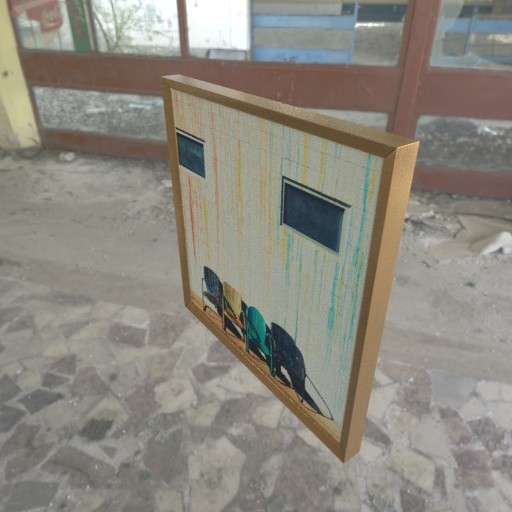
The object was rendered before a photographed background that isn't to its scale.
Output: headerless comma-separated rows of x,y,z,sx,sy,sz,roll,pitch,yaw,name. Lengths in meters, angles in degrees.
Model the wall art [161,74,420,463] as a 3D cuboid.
0.000,0.000,0.745,0.037,0.505,0.505,-21,37,-31,wall art
